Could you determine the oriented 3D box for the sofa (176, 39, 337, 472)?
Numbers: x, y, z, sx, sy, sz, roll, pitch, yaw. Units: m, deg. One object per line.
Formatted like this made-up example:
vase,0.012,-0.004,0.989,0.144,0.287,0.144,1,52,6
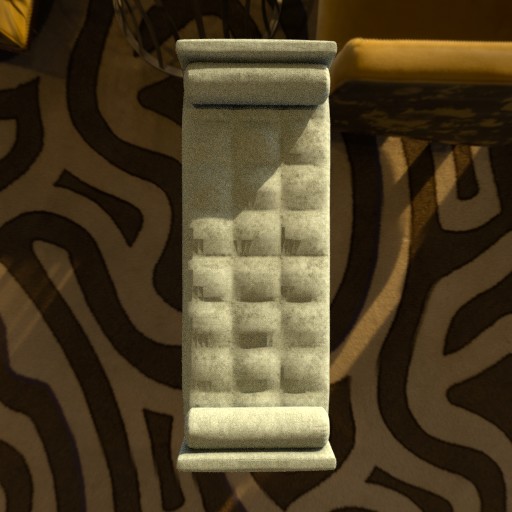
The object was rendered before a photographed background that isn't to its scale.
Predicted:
sofa,0.000,0.000,2.451,0.797,0.657,2.102,0,91,-1
